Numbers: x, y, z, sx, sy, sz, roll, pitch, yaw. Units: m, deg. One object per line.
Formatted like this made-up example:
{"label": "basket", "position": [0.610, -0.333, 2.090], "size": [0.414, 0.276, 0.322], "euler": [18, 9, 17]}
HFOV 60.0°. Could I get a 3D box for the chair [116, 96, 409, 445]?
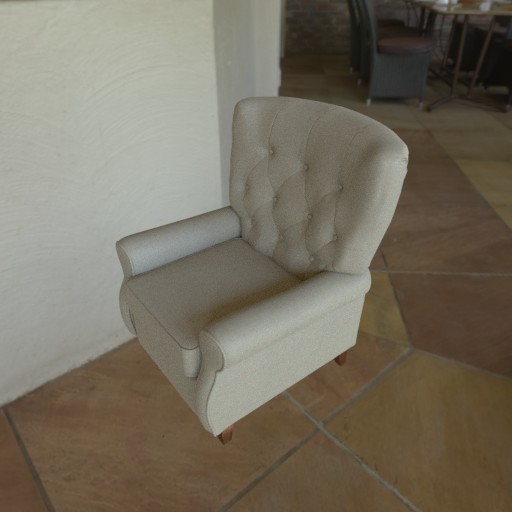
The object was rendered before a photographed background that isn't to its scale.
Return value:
{"label": "chair", "position": [0.000, 0.000, 1.945], "size": [1.059, 1.158, 0.943], "euler": [-23, 40, -31]}
